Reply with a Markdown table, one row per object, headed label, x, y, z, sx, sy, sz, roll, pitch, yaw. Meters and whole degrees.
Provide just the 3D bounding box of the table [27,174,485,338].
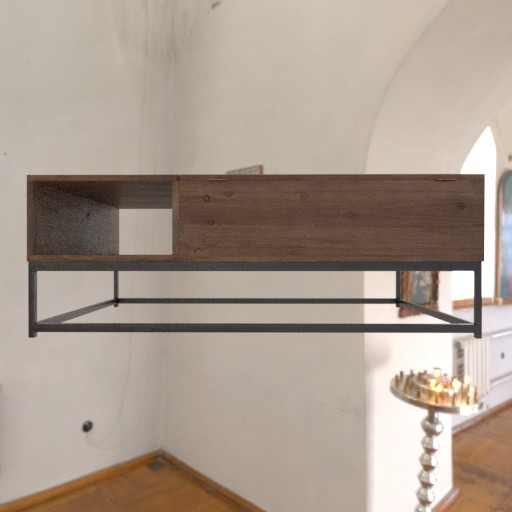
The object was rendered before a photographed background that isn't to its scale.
| label | x | y | z | sx | sy | sz | roll | pitch | yaw |
| --- | --- | --- | --- | --- | --- | --- | --- | --- | --- |
| table | 0.000 | 0.000 | 1.387 | 1.101 | 0.395 | 0.655 | 0 | 0 | 1 |
